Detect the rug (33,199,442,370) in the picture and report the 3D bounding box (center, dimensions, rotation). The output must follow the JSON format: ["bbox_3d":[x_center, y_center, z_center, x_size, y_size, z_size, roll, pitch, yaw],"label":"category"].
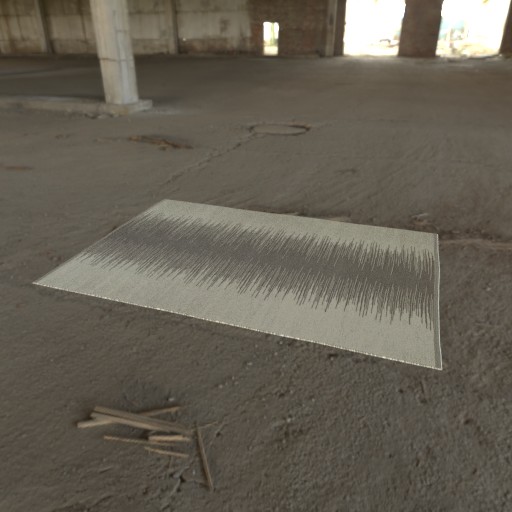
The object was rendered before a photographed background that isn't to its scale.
[{"bbox_3d":[0.000,0.000,2.330,1.815,0.007,1.226,9,28,17],"label":"rug"}]
